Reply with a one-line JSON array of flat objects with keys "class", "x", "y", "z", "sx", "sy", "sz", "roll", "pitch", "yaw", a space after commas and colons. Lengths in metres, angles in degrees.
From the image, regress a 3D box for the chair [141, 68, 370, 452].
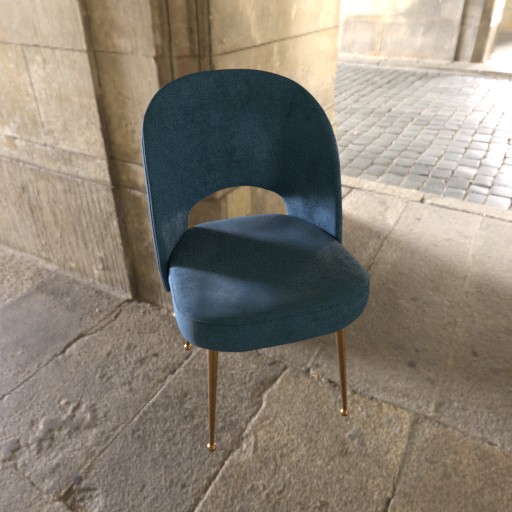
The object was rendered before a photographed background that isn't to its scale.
[{"class": "chair", "x": 0.000, "y": 0.000, "z": 1.209, "sx": 0.527, "sy": 0.860, "sz": 0.577, "roll": -9, "pitch": 34, "yaw": -14}]
